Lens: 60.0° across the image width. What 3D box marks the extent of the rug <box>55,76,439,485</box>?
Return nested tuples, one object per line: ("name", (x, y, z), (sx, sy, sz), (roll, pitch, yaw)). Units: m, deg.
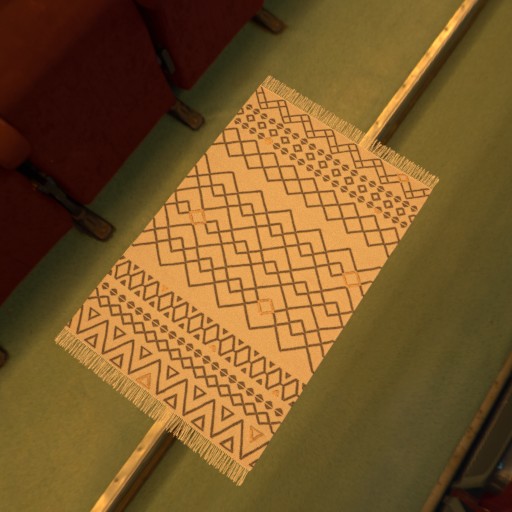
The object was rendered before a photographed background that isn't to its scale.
("rug", (0.000, 0.000, 2.472), (1.224, 0.028, 2.023), (34, 78, 8))
